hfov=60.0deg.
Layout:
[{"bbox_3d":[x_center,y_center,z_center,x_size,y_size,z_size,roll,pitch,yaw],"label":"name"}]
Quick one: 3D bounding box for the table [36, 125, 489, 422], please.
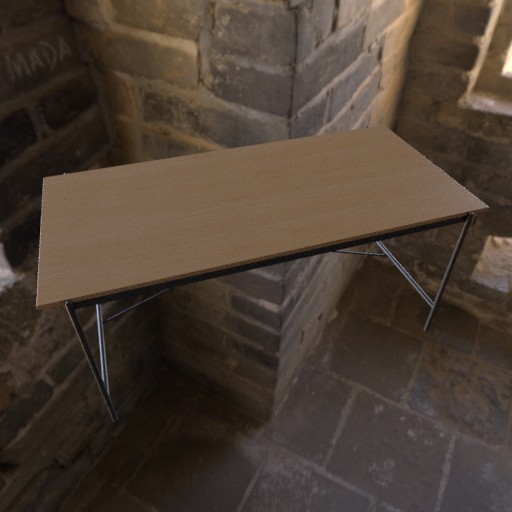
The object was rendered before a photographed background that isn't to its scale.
[{"bbox_3d":[0.000,0.000,2.220,1.800,0.758,0.900,-12,42,-14],"label":"table"}]
